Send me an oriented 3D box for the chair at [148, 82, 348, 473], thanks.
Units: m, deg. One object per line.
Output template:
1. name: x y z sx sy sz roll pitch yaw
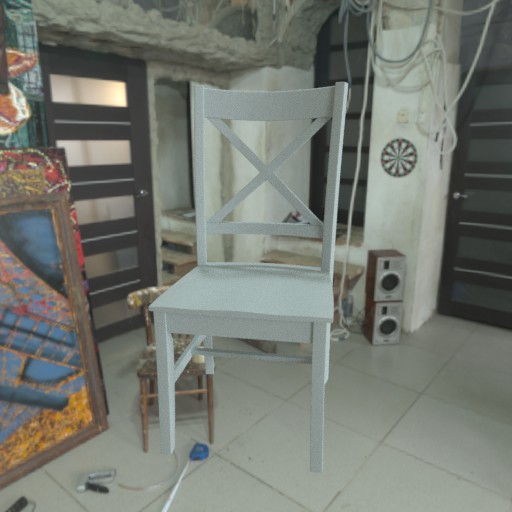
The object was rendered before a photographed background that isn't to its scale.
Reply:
1. chair: 0.000 0.000 1.280 0.485 0.983 0.542 2 15 9
